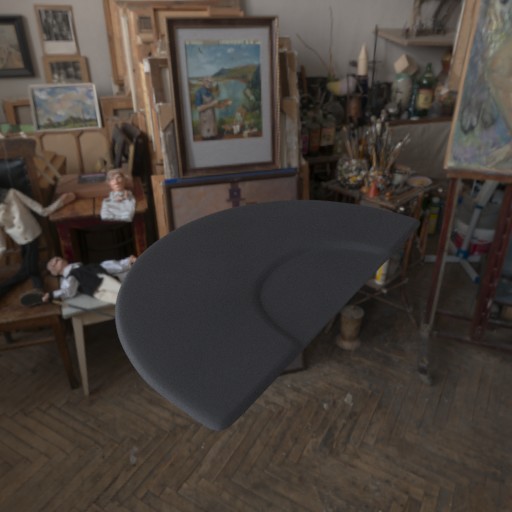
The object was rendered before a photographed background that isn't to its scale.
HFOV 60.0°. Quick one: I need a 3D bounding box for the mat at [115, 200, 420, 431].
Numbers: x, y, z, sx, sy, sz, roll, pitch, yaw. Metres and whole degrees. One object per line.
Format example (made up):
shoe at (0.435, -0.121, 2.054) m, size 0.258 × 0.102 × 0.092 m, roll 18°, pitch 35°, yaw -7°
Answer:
mat at (0.000, 0.000, 1.883) m, size 0.917 × 0.022 × 1.525 m, roll 21°, pitch 37°, yaw 31°
